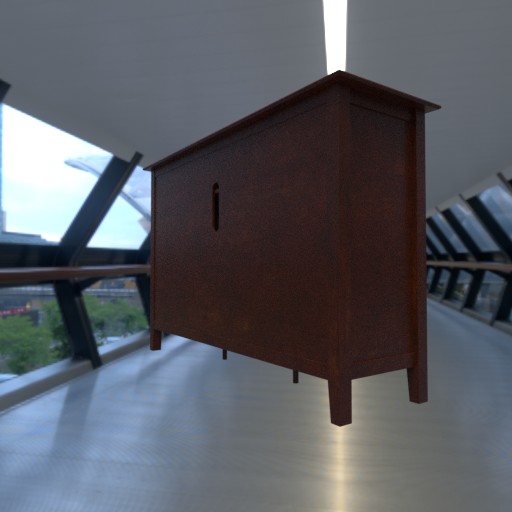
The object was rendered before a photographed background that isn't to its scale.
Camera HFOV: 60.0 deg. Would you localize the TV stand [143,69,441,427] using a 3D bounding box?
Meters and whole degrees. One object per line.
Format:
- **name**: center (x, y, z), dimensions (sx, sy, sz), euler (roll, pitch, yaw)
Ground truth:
- **TV stand**: center (0.000, 0.000, 1.795), dimensions (0.445, 0.915, 1.372), euler (1, -2, -35)
